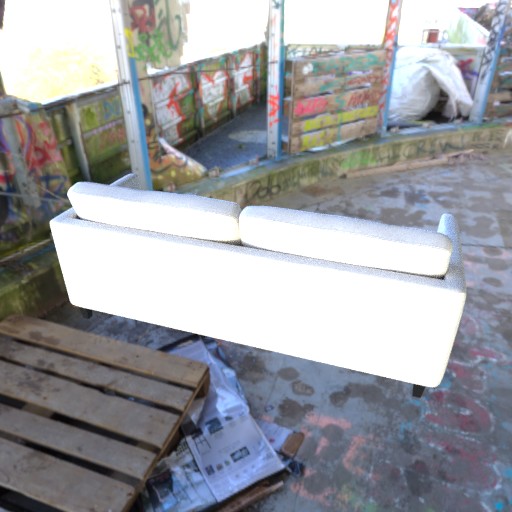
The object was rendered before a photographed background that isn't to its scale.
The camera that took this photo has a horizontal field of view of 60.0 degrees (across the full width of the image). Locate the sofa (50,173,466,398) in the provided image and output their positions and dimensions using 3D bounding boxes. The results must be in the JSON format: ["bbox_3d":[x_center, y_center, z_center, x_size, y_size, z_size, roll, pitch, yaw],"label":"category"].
[{"bbox_3d":[0.000,0.000,2.928,2.434,0.965,0.948,10,32,16],"label":"sofa"}]
